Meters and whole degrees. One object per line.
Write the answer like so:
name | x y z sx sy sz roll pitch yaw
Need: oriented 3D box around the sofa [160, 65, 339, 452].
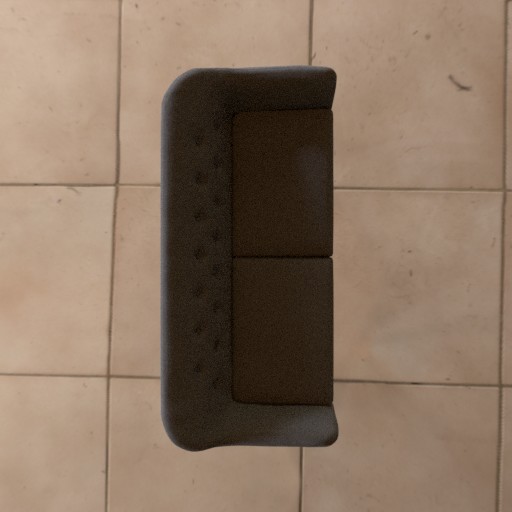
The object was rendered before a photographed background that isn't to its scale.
sofa | 0.000 0.000 2.287 0.820 0.820 1.840 0 90 1
